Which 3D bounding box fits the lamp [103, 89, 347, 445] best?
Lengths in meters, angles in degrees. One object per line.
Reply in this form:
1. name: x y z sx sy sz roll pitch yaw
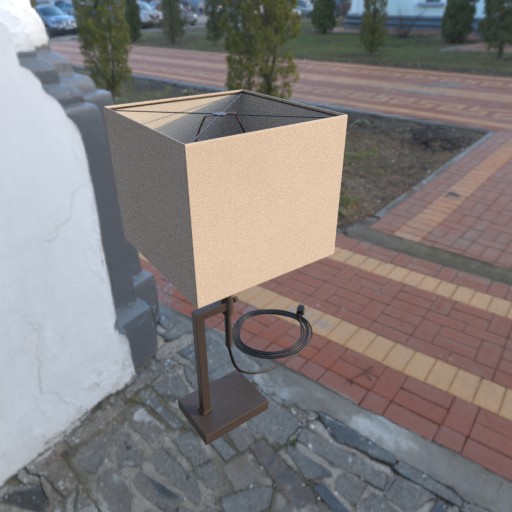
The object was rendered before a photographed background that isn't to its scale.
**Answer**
1. lamp: 0.000 0.000 0.962 0.504 0.660 0.399 -20 35 -31
